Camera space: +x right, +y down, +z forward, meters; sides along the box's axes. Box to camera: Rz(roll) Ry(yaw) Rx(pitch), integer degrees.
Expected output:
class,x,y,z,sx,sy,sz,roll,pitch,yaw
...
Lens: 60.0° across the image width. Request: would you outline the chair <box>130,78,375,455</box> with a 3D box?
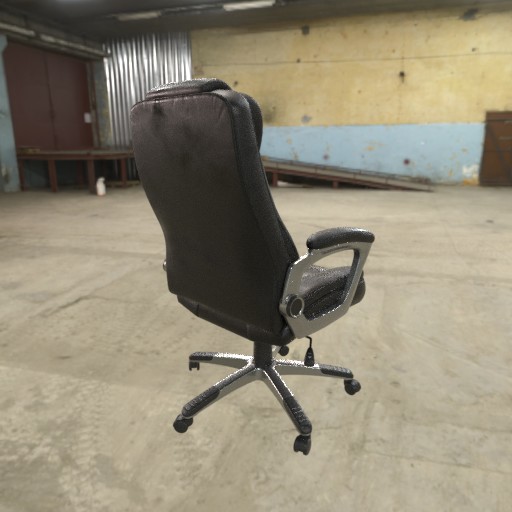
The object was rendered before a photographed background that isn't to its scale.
class,x,y,z,sx,sy,sz,roll,pitch,yaw
chair,0.000,0.000,1.521,0.689,1.075,0.697,-14,20,-43
